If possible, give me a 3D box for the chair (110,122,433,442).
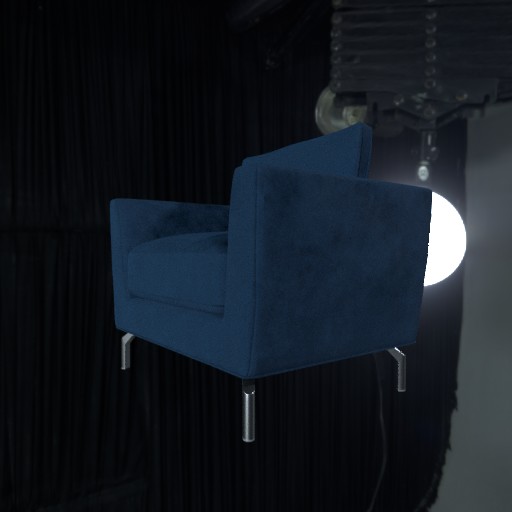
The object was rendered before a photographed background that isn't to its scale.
[{"bbox_3d":[0.000,0.000,1.613,0.746,0.893,0.977,-1,1,-37],"label":"chair"}]
